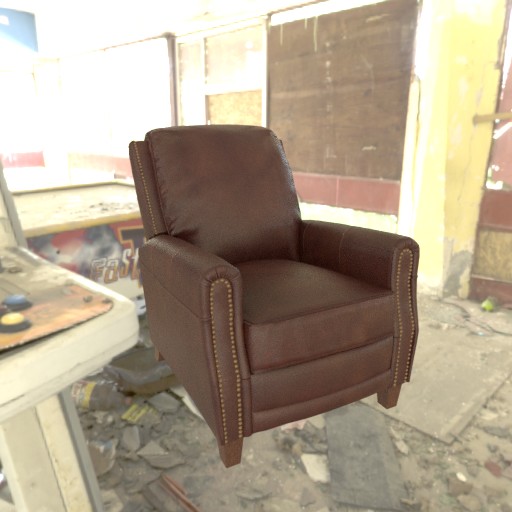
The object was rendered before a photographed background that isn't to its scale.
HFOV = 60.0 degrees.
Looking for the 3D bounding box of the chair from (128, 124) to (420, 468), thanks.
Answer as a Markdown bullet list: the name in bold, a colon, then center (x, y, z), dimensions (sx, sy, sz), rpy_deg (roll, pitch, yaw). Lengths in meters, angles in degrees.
- **chair**: center (0.000, 0.000, 1.785), dimensions (0.826, 1.022, 1.089), rpy_deg (-8, 18, -26)
